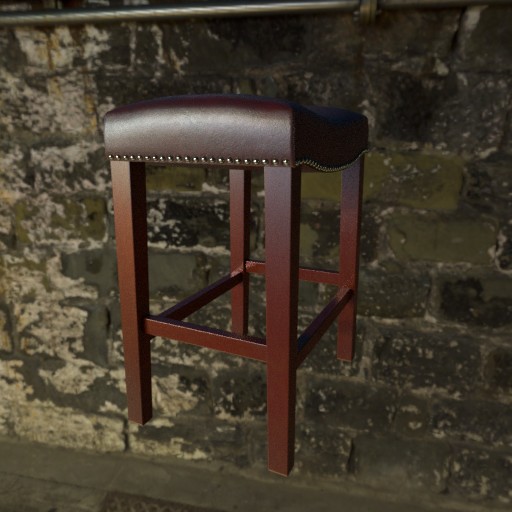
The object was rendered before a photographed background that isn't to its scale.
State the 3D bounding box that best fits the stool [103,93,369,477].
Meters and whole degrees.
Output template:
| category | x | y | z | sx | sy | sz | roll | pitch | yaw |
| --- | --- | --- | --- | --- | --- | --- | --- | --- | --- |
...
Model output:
| category | x | y | z | sx | sy | sz | roll | pitch | yaw |
| --- | --- | --- | --- | --- | --- | --- | --- | --- | --- |
| stool | 0.000 | 0.000 | 0.995 | 0.372 | 0.657 | 0.504 | 7 | 17 | 25 |
